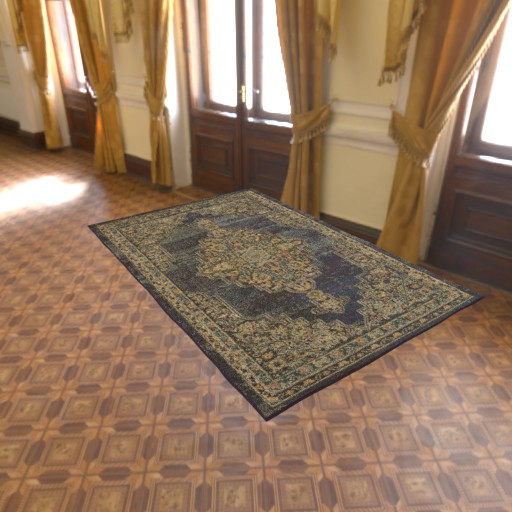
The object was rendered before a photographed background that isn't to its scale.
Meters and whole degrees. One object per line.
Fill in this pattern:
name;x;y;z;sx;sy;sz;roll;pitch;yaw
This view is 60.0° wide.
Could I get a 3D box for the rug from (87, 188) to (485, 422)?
rug;0.000;0.000;2.262;1.184;0.012;1.781;-18;32;-31
